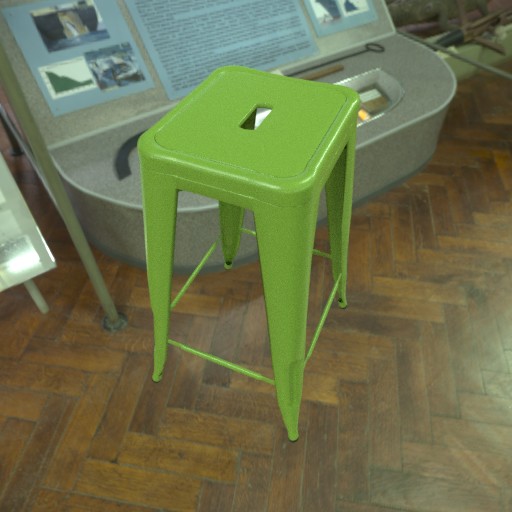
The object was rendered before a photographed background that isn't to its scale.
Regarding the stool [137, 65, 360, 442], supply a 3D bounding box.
[{"bbox_3d":[0.000,0.000,0.871,0.358,0.609,0.398,18,50,16],"label":"stool"}]
